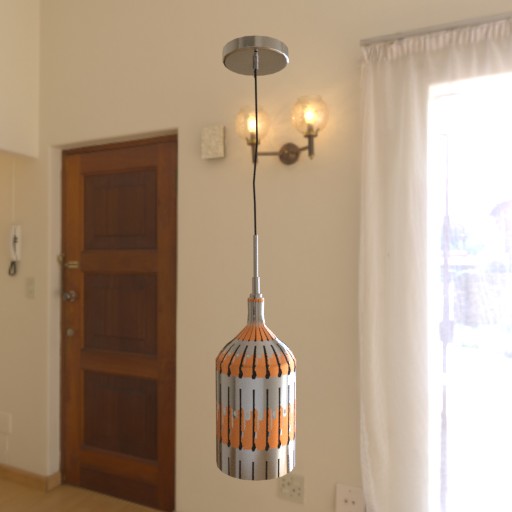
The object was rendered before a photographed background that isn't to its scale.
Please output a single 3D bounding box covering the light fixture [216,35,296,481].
[{"bbox_3d":[0.000,0.000,1.666,0.303,1.535,0.303,0,0,0],"label":"light fixture"}]
